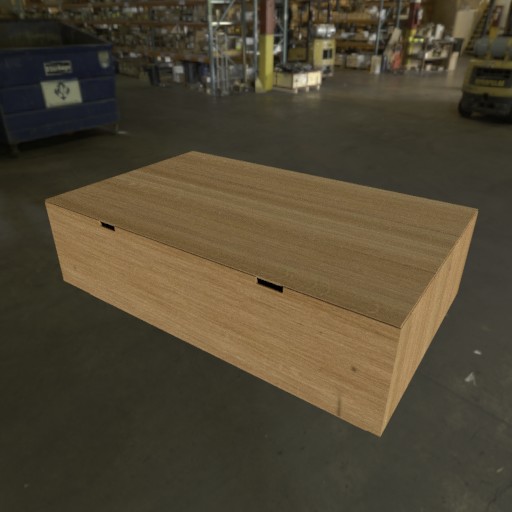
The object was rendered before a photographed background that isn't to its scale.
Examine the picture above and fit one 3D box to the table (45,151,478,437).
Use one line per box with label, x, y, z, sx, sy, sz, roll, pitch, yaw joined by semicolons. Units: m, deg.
table;0.000;0.000;1.409;1.110;0.353;0.678;18;33;30
